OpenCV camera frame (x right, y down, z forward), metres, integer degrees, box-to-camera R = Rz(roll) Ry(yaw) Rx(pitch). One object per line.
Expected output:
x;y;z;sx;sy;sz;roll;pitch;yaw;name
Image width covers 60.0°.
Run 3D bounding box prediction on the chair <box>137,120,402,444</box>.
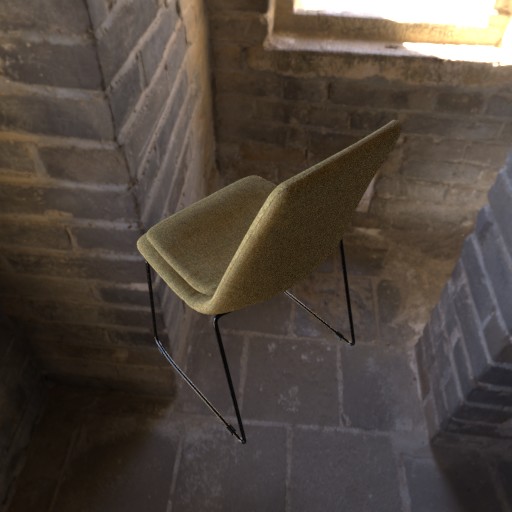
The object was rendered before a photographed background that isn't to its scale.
0.000;0.000;1.123;0.479;0.849;0.496;-33;54;-28;chair
